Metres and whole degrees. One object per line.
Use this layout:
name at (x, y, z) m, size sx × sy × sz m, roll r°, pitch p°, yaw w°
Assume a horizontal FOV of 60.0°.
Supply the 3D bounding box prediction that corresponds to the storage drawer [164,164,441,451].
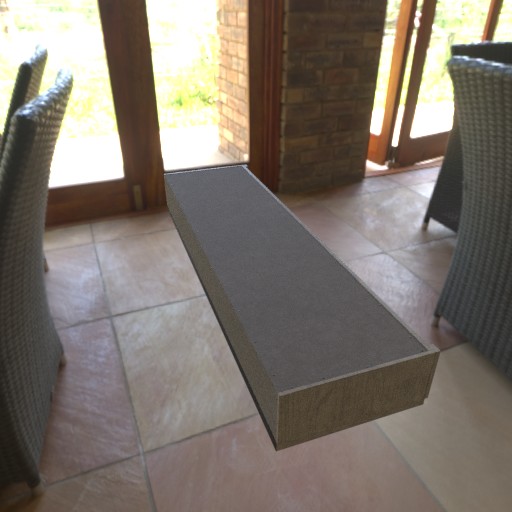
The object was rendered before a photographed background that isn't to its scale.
storage drawer at (0.000, 0.000, 2.329) m, size 0.591 × 0.274 × 2.072 m, roll -10°, pitch 32°, yaw -17°
